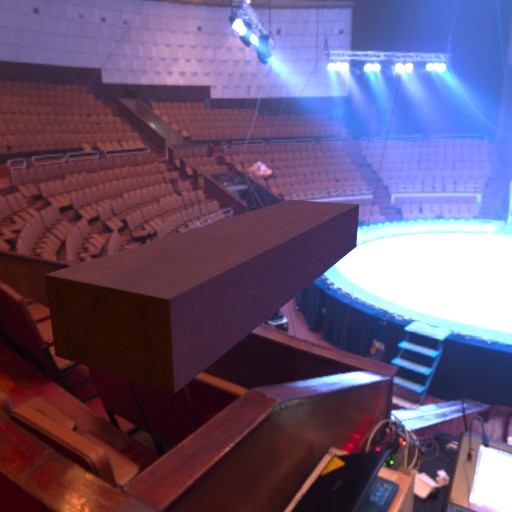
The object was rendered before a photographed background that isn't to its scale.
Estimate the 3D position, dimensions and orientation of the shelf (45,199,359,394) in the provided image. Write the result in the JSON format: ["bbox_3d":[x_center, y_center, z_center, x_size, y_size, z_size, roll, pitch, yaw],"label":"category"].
[{"bbox_3d":[0.000,0.000,0.672,0.152,0.088,0.607,8,17,26],"label":"shelf"}]
